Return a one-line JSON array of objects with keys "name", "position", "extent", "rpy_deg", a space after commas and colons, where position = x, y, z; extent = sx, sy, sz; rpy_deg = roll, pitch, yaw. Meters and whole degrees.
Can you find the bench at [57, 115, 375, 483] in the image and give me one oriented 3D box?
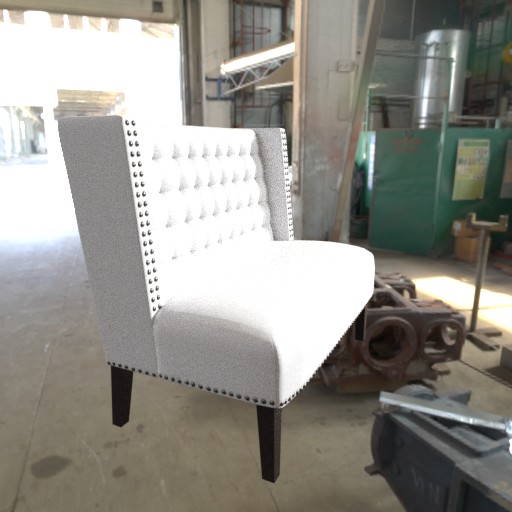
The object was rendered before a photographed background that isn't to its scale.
[{"name": "bench", "position": [0.000, 0.000, 1.947], "extent": [0.847, 1.123, 1.280], "rpy_deg": [7, 16, 26]}]
